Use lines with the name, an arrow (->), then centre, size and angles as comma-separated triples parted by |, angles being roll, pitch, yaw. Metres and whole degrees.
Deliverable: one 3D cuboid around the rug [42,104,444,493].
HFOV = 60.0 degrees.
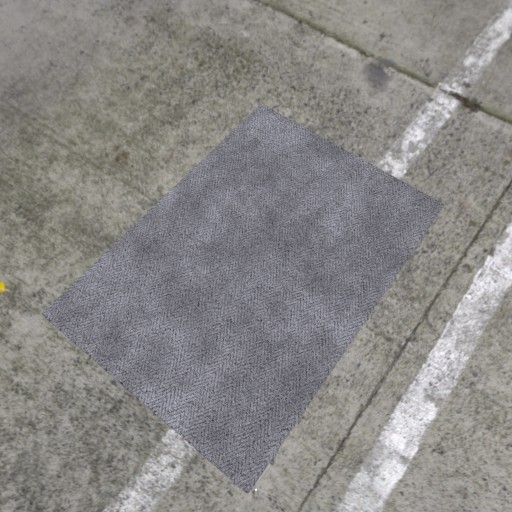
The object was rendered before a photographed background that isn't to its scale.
rug -> 0.000, 0.000, 2.898 | 1.600, 0.008, 2.235 | 34, 67, 16
